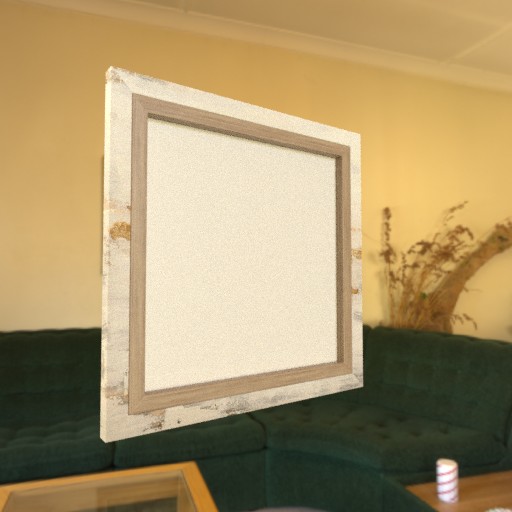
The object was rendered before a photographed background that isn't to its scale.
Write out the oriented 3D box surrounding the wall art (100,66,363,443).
[{"bbox_3d":[0.000,0.000,1.119,0.753,0.755,0.038,2,-3,-36],"label":"wall art"}]
